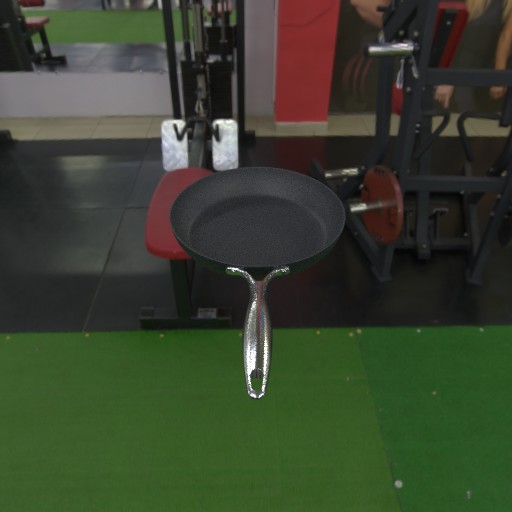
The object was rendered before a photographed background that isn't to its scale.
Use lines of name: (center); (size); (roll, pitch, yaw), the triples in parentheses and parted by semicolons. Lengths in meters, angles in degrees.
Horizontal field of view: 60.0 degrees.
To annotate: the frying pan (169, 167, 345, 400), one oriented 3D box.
frying pan: (0.000, 0.000, 0.565); (0.255, 0.105, 0.472); (1, 40, 1)
